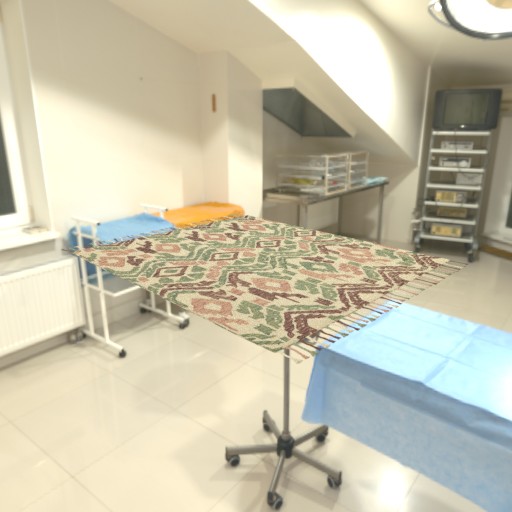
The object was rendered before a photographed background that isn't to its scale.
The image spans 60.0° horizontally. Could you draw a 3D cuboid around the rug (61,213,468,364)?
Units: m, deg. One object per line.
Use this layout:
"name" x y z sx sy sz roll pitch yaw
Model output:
"rug" 0.000 0.000 4.180 2.438 0.010 3.048 -17 24 -42
